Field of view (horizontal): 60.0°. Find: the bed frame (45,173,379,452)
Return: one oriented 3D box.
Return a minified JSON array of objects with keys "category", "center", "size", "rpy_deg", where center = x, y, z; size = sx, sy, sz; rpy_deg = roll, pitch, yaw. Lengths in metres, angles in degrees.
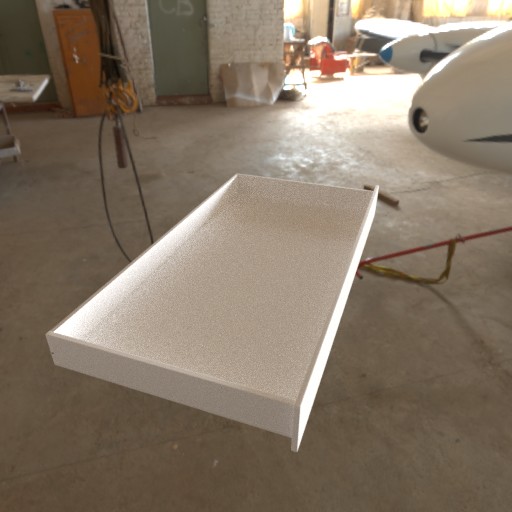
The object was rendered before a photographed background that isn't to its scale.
[{"category":"bed frame","center":[0.000,0.000,1.551],"size":[0.670,0.141,1.300],"rpy_deg":[11,32,17]}]
